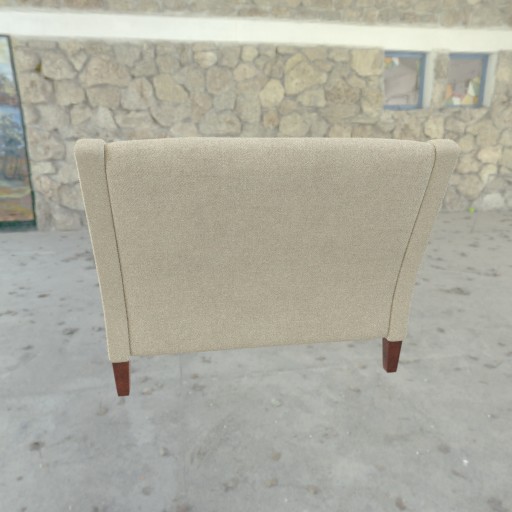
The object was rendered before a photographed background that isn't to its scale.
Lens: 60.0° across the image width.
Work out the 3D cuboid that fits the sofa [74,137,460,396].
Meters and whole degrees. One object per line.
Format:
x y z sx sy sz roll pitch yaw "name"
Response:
0.000 0.000 1.904 1.212 0.976 0.946 -2 15 -9 "sofa"
